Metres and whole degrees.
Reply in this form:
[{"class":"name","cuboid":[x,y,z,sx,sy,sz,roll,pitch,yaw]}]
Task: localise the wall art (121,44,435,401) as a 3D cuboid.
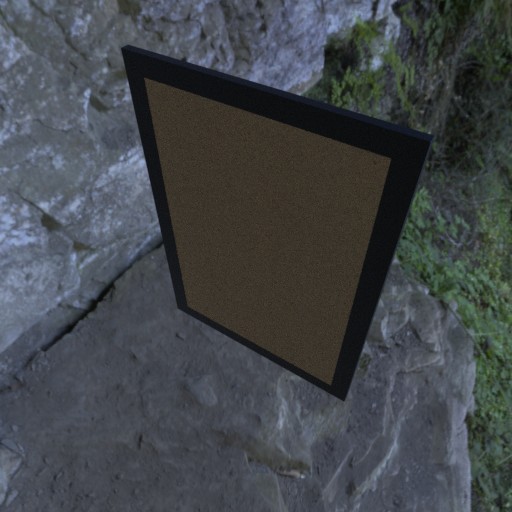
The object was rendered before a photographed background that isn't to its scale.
[{"class":"wall art","cuboid":[0.000,0.000,0.667,0.381,0.534,0.013,25,52,21]}]
